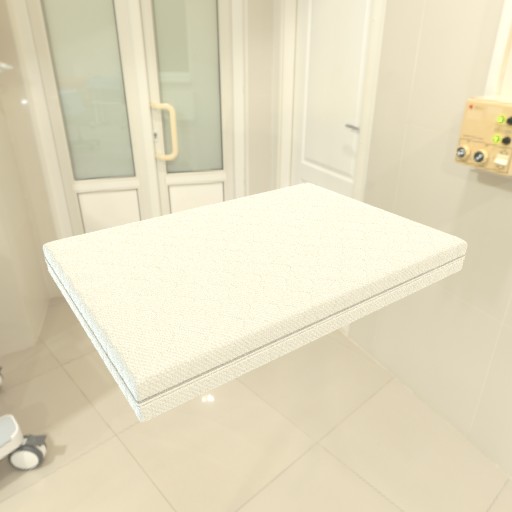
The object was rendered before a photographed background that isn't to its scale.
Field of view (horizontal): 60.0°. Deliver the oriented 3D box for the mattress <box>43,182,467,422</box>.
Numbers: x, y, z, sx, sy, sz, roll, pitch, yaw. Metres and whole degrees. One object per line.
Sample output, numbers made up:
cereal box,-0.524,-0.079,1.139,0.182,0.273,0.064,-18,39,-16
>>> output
mattress,0.000,0.000,2.558,2.000,0.200,1.400,-18,32,-31
